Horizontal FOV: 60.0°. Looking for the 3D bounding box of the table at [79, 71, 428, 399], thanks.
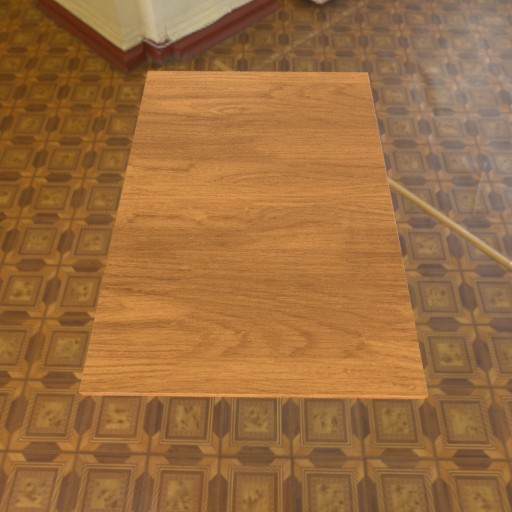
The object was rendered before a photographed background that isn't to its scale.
[{"bbox_3d":[0.000,0.000,1.806,0.900,0.770,1.300,1,59,0],"label":"table"}]
